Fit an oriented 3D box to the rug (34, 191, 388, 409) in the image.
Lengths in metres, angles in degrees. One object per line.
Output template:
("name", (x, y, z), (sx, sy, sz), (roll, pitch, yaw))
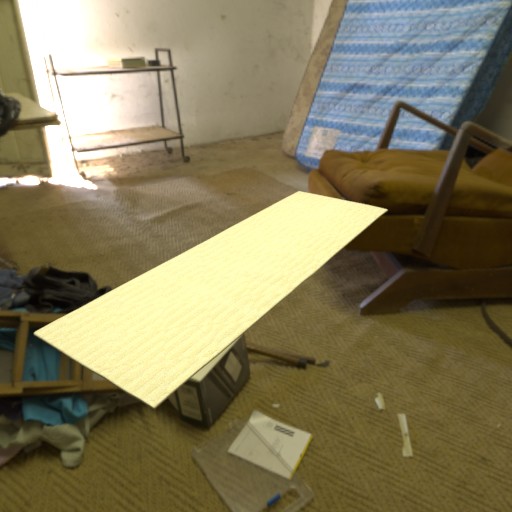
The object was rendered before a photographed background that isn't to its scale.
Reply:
("rug", (0.000, 0.000, 2.709), (0.793, 0.014, 2.450), (17, 32, 30))
